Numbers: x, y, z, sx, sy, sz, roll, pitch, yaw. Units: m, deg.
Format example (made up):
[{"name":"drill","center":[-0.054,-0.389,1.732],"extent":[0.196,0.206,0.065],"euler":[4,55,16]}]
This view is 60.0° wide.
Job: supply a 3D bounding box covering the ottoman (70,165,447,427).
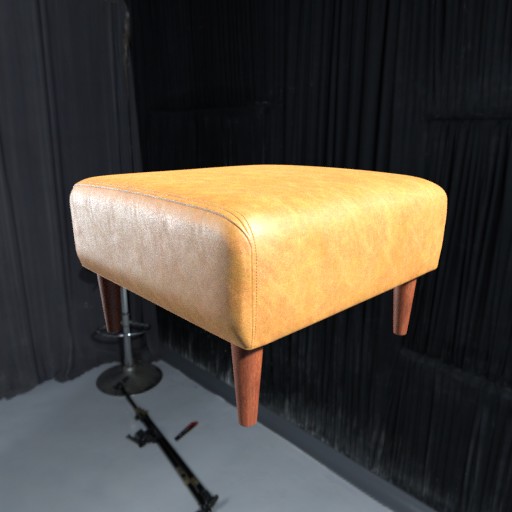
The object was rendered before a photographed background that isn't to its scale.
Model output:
[{"name":"ottoman","center":[0.000,0.000,1.069],"extent":[0.650,0.399,0.650],"euler":[-14,21,-41]}]
